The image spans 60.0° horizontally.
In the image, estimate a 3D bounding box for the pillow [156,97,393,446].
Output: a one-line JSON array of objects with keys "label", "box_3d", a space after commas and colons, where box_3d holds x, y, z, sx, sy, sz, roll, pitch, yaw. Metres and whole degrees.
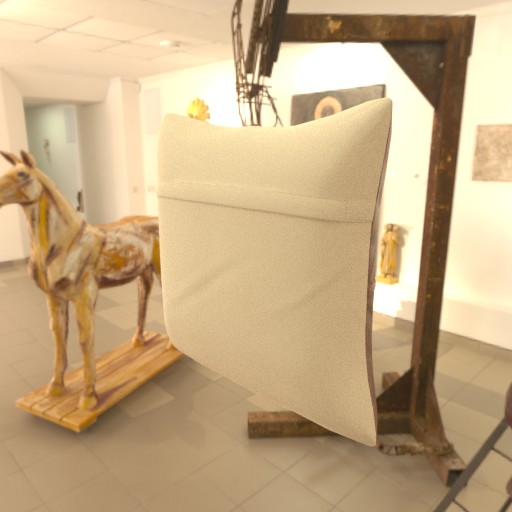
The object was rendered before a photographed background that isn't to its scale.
[{"label": "pillow", "box_3d": [0.000, 0.000, 0.728, 0.192, 0.470, 0.484, -14, 19, -43]}]
